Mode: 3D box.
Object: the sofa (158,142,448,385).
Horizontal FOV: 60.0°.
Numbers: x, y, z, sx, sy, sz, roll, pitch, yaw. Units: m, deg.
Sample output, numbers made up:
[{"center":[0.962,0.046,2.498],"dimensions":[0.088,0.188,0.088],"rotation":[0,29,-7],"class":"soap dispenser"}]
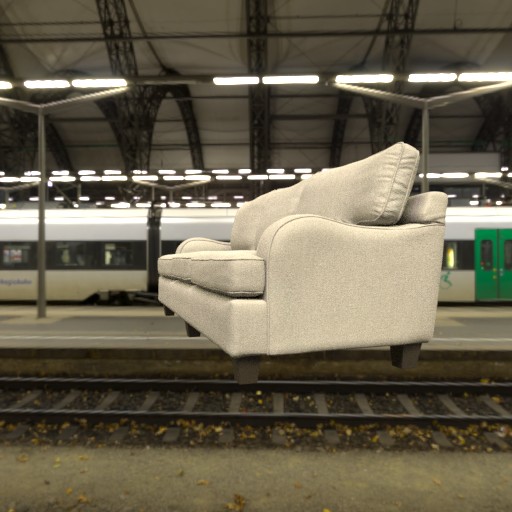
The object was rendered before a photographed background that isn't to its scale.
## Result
[{"center":[0.000,0.000,2.862],"dimensions":[1.016,0.991,2.323],"rotation":[0,0,-19],"class":"sofa"}]
